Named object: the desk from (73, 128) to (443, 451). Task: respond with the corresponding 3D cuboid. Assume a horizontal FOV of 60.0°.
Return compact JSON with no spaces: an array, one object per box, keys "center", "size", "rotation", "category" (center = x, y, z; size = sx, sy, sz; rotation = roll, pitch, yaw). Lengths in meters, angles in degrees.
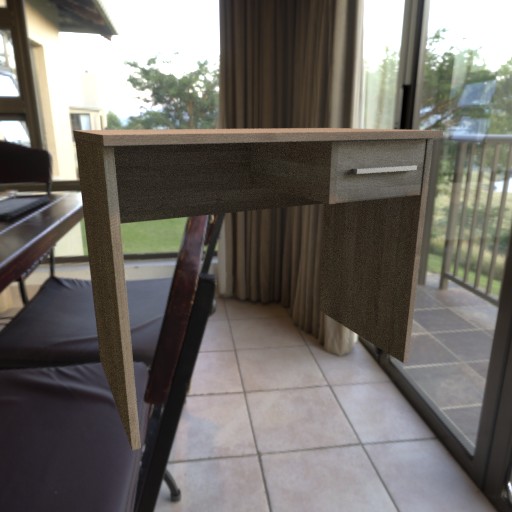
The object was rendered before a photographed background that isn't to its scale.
[{"center":[0.000,0.000,1.328],"size":[0.893,0.724,0.498],"rotation":[-9,19,-26],"category":"desk"}]
